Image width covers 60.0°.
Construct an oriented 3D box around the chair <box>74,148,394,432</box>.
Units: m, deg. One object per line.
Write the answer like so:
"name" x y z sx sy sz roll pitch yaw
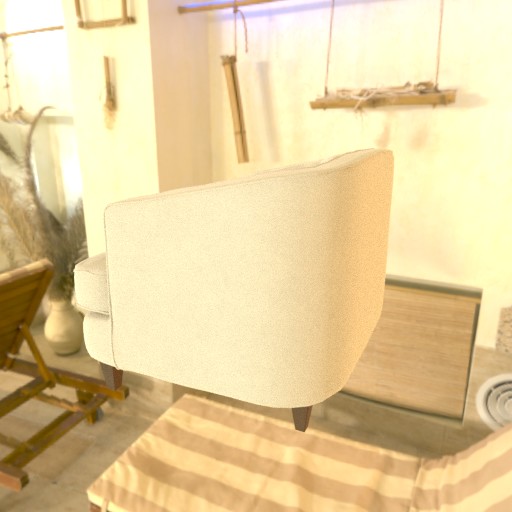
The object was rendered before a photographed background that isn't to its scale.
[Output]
"chair" 0.000 0.000 1.790 0.941 0.852 1.104 8 18 25
